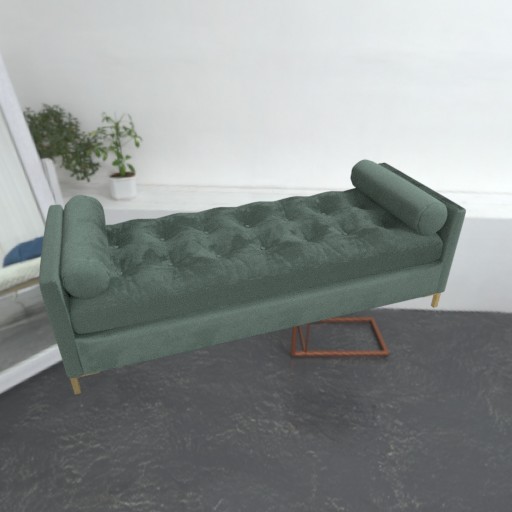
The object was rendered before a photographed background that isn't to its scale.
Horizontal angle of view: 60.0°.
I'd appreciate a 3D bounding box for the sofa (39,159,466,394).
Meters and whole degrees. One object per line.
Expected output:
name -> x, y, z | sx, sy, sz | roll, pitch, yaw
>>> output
sofa -> 0.000, 0.000, 2.491 | 2.102, 0.705, 0.796 | -10, 33, -16
